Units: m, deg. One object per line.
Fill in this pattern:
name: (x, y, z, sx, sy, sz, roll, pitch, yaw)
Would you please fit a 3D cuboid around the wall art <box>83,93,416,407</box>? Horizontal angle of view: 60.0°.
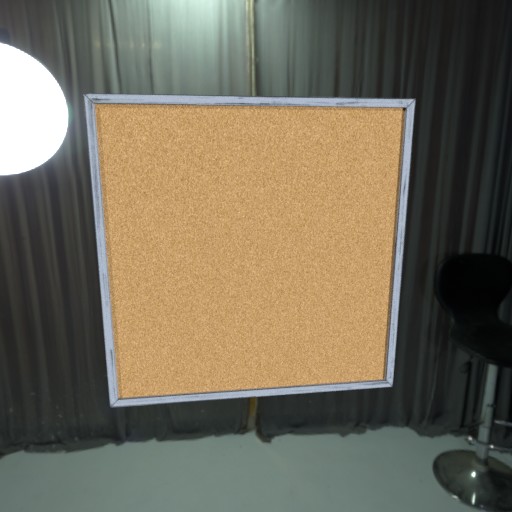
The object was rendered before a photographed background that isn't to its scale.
wall art: (0.000, 0.000, 0.746, 0.506, 0.506, 0.038, -2, 14, -7)
